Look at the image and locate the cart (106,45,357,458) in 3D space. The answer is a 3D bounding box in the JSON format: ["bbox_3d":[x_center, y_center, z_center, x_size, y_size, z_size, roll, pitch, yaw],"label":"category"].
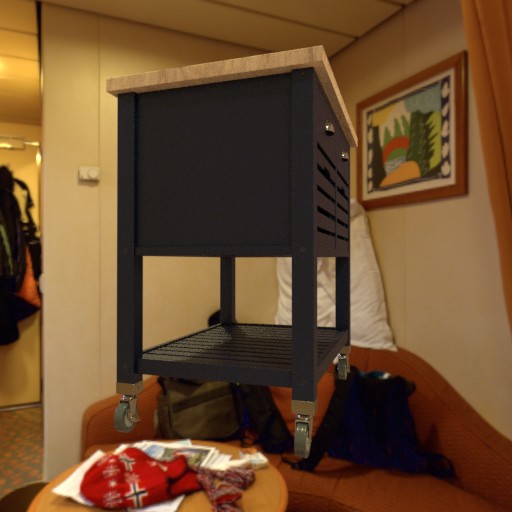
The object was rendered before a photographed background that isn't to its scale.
[{"bbox_3d":[0.000,0.000,1.430,0.567,0.920,0.797,0,-1,18],"label":"cart"}]
